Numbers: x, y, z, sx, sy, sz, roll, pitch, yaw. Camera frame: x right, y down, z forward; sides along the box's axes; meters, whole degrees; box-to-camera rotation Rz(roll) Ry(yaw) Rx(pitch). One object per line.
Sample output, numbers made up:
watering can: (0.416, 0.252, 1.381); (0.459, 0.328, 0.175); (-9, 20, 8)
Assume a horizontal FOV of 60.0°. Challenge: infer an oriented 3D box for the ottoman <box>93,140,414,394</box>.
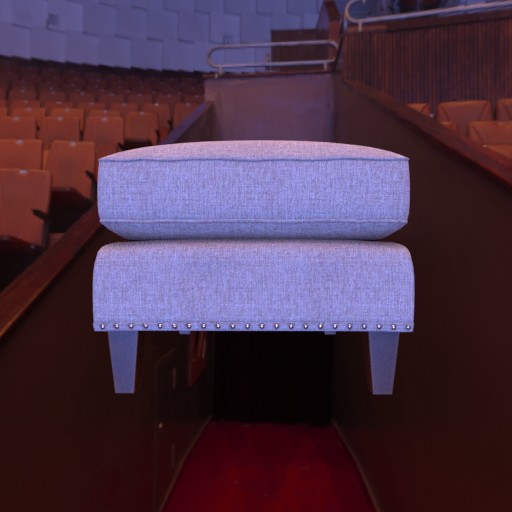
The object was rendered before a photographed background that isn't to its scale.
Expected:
ottoman: (0.000, 0.000, 1.155); (0.584, 0.513, 0.741); (0, 0, 1)
